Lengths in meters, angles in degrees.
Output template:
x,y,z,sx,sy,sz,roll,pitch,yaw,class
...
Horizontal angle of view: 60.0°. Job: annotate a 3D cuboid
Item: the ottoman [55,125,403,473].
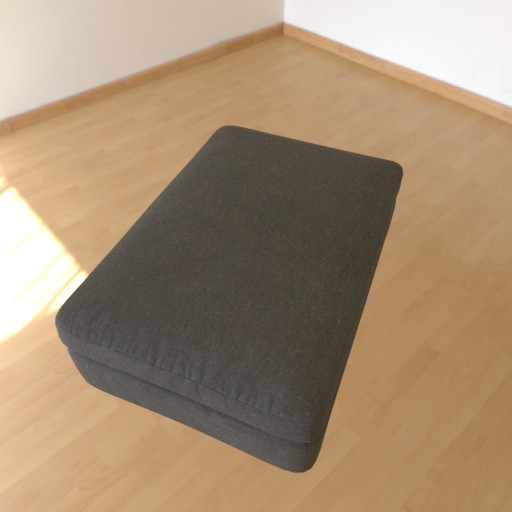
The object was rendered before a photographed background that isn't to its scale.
x,y,z,sx,sy,sz,roll,pitch,yaw,class
0.000,0.000,1.623,0.840,0.429,1.199,17,50,15,ottoman
